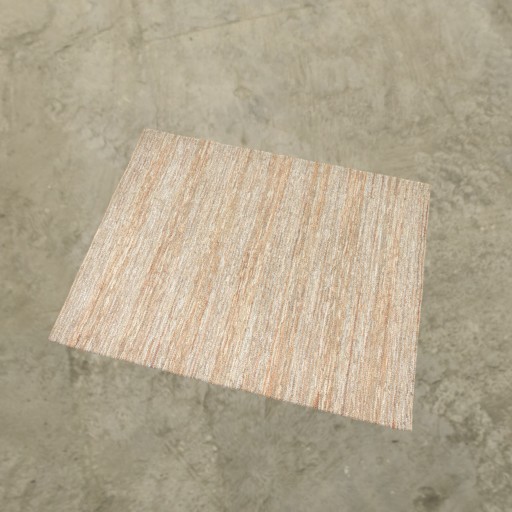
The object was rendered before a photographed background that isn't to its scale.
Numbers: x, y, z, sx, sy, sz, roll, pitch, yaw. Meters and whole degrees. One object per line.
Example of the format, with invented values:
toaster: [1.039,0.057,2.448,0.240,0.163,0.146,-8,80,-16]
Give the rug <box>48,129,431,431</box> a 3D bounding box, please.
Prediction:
rug: [0.000,0.000,3.926,2.939,0.009,2.313,12,65,6]
